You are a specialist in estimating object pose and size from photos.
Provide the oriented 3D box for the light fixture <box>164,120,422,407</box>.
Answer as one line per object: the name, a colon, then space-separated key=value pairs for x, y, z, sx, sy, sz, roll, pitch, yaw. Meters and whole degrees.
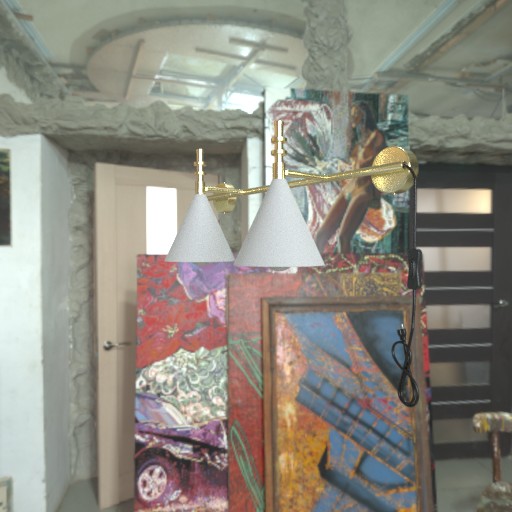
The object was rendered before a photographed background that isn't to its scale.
light fixture: x=0.000 y=0.000 z=0.890 sx=0.239 sy=0.468 sz=0.642 roll=-1 pitch=1 yaw=-37
